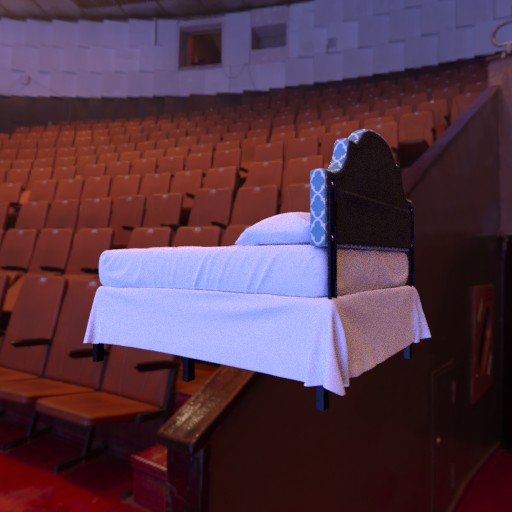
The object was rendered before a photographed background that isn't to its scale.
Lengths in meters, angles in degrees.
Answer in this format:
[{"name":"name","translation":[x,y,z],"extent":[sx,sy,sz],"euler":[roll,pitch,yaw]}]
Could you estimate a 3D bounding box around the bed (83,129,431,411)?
[{"name":"bed","translation":[0.000,0.000,3.489],"extent":[2.222,1.633,1.780],"euler":[0,-1,35]}]
